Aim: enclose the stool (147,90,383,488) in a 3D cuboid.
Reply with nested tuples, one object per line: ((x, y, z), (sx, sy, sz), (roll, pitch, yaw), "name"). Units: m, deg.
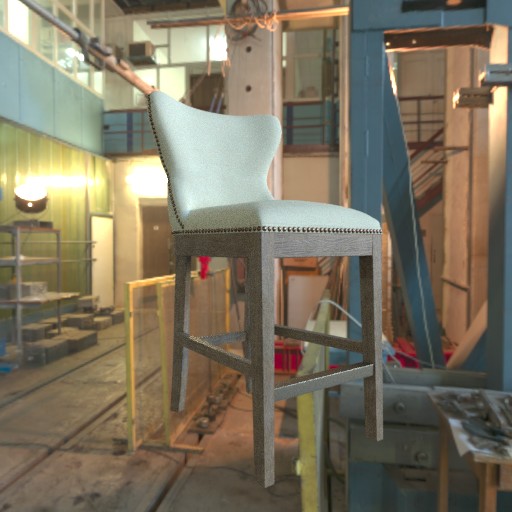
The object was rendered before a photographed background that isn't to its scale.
((0.000, 0.000, 1.299), (0.498, 0.981, 0.608), (-1, 2, -36), "stool")
